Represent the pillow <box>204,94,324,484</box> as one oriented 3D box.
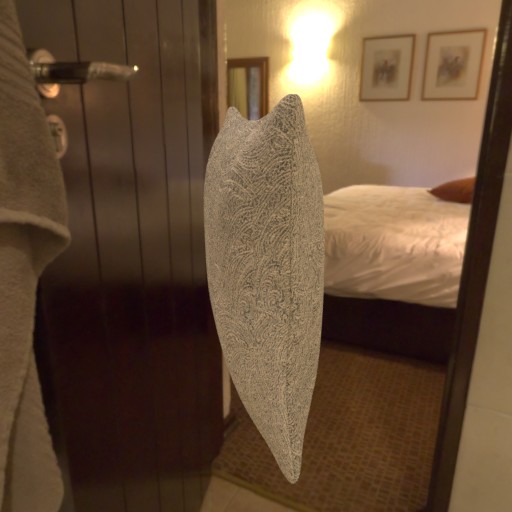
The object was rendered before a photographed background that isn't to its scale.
[{"bbox_3d":[0.000,0.000,0.776,0.166,0.510,0.523,-3,17,-10],"label":"pillow"}]
